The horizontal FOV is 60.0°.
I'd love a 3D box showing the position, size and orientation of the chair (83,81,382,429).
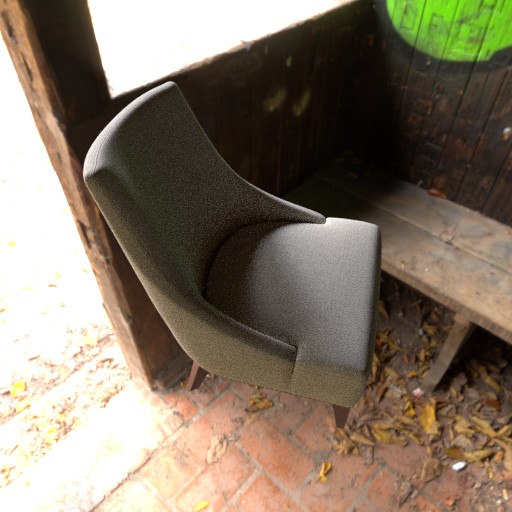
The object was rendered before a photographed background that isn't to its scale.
[{"bbox_3d":[0.000,0.000,1.504,0.861,0.909,0.701,10,46,10],"label":"chair"}]
